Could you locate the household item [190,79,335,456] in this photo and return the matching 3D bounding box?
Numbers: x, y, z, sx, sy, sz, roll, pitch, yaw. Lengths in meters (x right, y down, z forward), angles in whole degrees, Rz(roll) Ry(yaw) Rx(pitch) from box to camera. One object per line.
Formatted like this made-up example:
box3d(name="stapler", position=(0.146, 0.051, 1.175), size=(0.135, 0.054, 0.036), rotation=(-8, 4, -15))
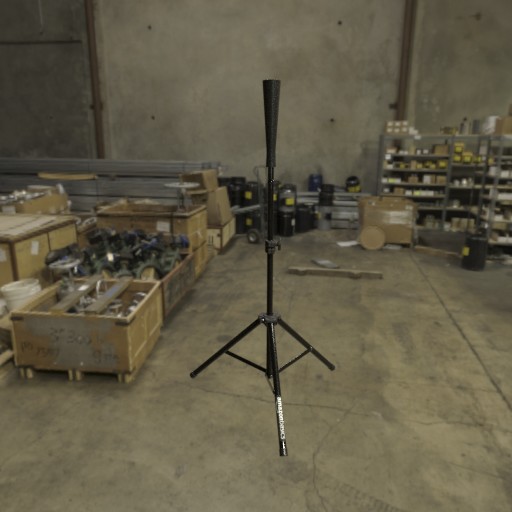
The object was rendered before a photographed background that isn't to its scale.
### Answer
box3d(name="household item", position=(0.000, 0.000, 1.428), size=(0.559, 1.067, 0.559), rotation=(2, 15, 9))
